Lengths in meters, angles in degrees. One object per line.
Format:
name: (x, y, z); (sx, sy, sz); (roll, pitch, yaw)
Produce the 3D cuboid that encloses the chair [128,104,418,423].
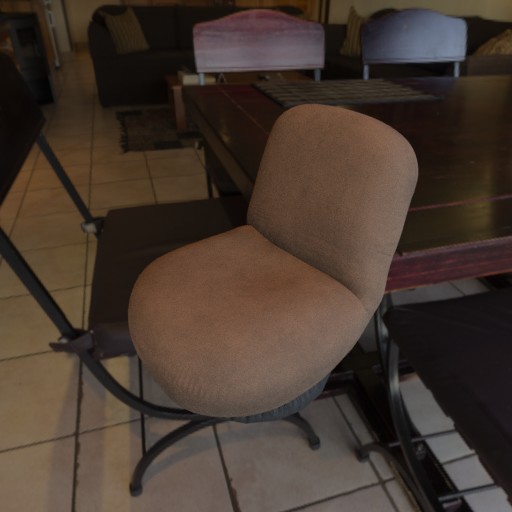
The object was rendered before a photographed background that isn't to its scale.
chair: (0.000, 0.000, 1.017); (0.597, 0.594, 0.521); (-20, 37, -30)
